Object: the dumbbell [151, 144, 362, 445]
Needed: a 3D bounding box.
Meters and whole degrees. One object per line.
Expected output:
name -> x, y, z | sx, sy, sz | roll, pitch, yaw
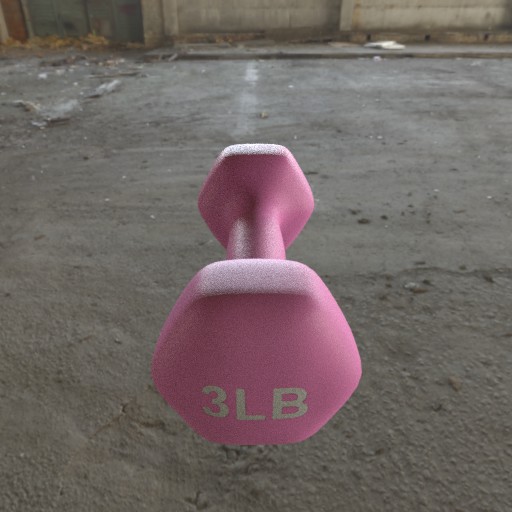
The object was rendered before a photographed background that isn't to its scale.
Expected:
dumbbell -> 0.000, 0.000, 0.190 | 0.064, 0.058, 0.159 | 0, 30, 0
